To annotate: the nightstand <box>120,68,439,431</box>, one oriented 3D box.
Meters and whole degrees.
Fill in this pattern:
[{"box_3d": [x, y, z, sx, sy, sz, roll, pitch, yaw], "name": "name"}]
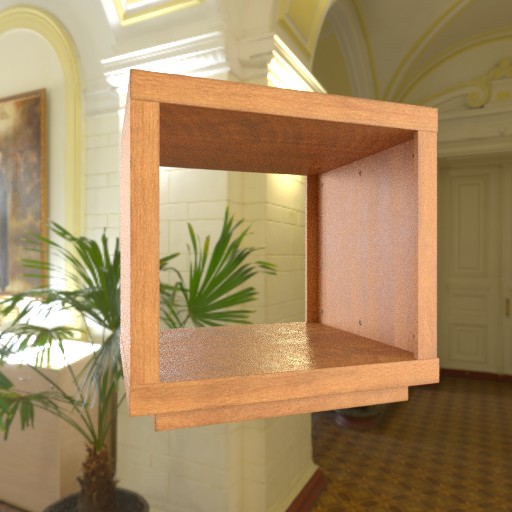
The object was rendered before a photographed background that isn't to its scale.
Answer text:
[{"box_3d": [0.000, 0.000, 0.859, 0.493, 0.491, 0.436, 0, 0, -19], "name": "nightstand"}]
